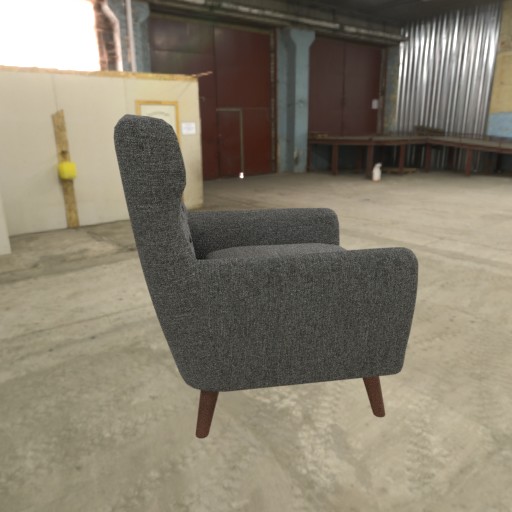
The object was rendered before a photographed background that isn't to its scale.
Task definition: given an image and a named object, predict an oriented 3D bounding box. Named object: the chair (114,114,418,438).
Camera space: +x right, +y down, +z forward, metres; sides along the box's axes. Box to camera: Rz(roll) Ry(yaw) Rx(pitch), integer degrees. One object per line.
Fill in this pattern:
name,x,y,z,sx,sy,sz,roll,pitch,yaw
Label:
chair,0.000,0.000,1.728,0.940,1.039,0.889,-3,16,-10
